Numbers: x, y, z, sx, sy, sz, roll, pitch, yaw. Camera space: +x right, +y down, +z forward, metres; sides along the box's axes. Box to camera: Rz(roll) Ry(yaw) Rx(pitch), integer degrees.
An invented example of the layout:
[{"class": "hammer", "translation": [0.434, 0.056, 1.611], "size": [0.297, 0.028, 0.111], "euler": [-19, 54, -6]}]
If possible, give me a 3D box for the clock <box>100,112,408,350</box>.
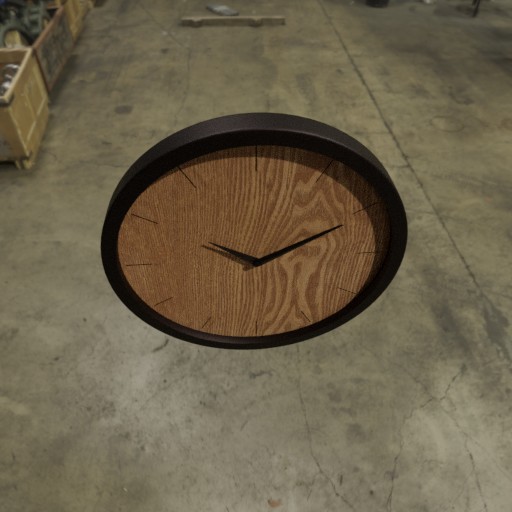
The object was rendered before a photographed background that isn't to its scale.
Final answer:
[{"class": "clock", "translation": [0.000, 0.000, 0.473], "size": [0.314, 0.314, 0.029], "euler": [-3, 45, -3]}]
